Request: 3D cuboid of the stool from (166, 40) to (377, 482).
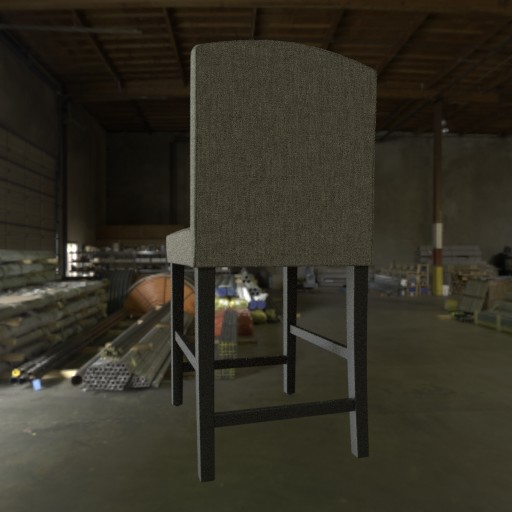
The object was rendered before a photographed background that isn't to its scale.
[{"bbox_3d":[0.000,0.000,1.252,0.451,0.966,0.552,0,0,-17],"label":"stool"}]
